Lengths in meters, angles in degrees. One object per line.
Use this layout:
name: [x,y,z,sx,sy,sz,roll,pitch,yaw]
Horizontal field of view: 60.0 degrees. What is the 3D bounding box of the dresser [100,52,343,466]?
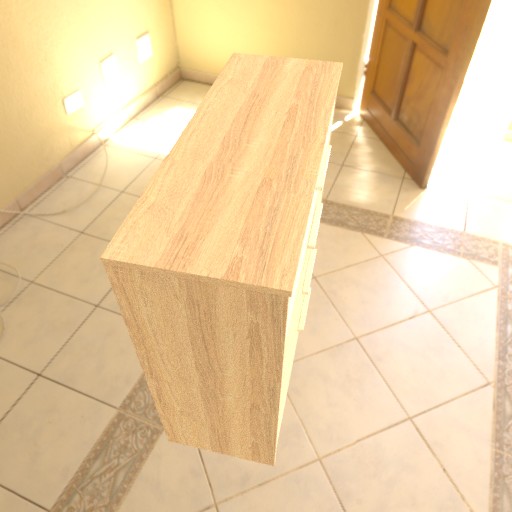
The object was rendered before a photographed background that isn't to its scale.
dresser: [0.000,0.000,1.462,0.380,0.900,0.980,9,47,9]
